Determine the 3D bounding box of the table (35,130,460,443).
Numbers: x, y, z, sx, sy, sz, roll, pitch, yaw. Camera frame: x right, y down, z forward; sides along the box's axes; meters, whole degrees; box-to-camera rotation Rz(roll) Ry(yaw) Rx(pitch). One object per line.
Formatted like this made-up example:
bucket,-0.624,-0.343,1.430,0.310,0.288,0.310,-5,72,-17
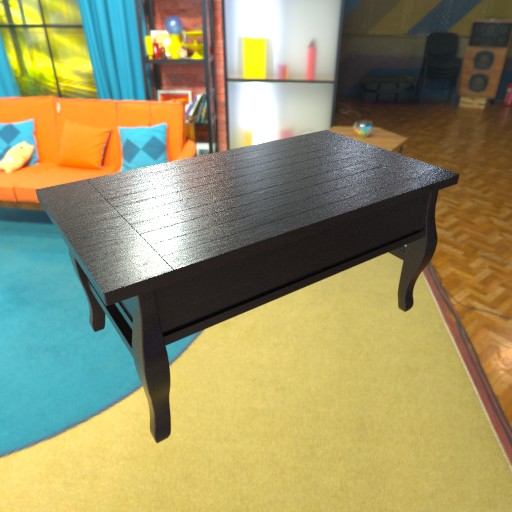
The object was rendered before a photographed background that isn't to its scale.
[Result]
table,0.000,0.000,1.387,1.062,0.494,0.600,-19,36,-29
